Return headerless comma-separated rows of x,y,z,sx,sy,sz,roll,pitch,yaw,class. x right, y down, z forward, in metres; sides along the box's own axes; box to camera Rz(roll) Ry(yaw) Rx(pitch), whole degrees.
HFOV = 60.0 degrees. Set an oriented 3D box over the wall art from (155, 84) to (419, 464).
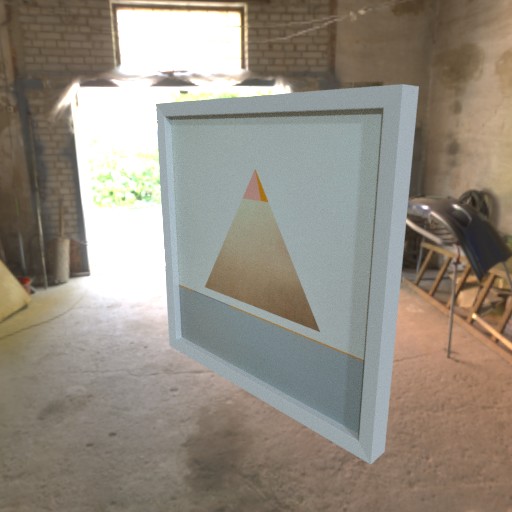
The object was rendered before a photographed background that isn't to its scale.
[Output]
0.000,0.000,1.906,0.098,1.291,1.289,-15,22,-42,wall art
